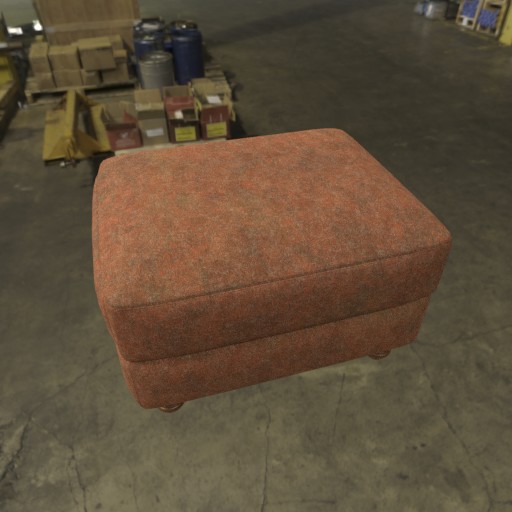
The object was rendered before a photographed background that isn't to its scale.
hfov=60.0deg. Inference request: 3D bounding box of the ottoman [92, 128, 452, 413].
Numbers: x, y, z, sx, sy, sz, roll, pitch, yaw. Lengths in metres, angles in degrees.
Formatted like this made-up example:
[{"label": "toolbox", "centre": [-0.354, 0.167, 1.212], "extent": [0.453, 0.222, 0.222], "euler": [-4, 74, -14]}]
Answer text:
[{"label": "ottoman", "centre": [0.000, 0.000, 1.199], "extent": [0.787, 0.508, 0.635], "euler": [-11, 41, -12]}]
